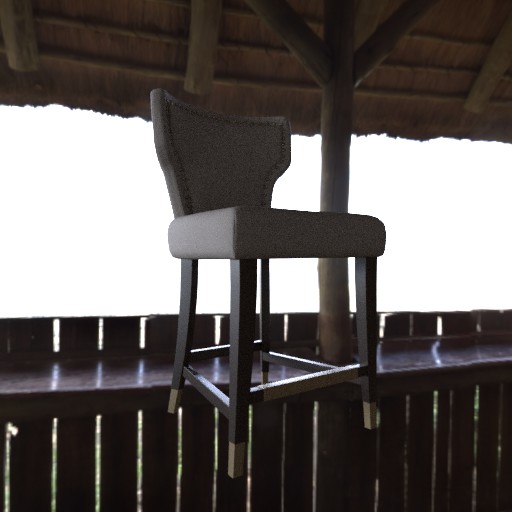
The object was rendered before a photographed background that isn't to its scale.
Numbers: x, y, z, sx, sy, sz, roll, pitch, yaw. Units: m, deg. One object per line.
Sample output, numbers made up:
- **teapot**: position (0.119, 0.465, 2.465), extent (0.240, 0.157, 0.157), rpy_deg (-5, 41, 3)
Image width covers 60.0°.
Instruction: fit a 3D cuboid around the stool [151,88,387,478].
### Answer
- **stool**: position (0.000, 0.000, 1.322), extent (0.527, 0.982, 0.563), rpy_deg (-1, 1, -35)
